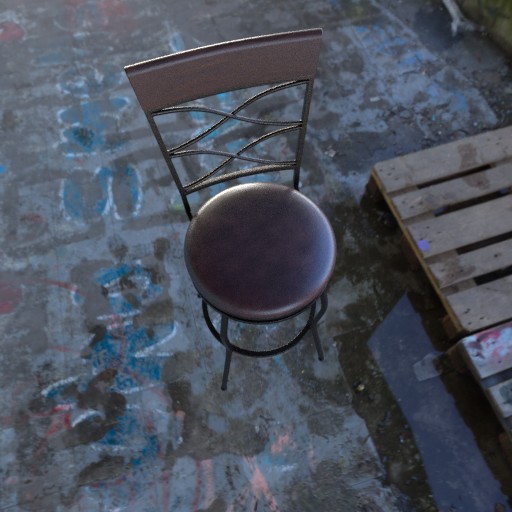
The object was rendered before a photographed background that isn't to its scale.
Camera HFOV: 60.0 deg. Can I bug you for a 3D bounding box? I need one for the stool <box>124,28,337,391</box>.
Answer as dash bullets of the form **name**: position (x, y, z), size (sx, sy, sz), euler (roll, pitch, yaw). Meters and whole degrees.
- **stool**: position (0.000, 0.000, 1.369), size (0.448, 1.130, 0.513), euler (-15, 64, -7)
